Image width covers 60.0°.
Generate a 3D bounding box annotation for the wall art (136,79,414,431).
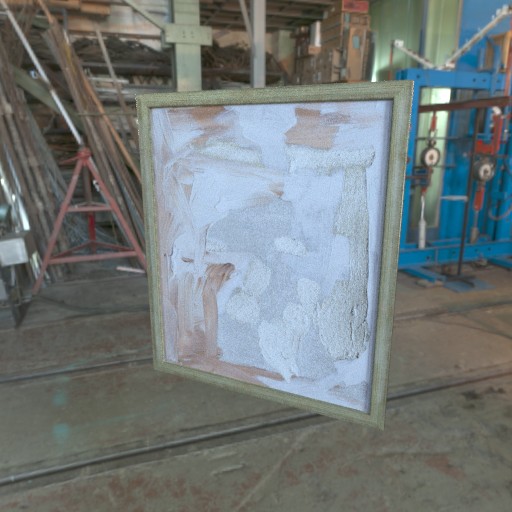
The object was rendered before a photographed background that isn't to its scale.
[{"bbox_3d":[0.000,0.000,0.784,0.483,0.559,0.009,7,16,24],"label":"wall art"}]
